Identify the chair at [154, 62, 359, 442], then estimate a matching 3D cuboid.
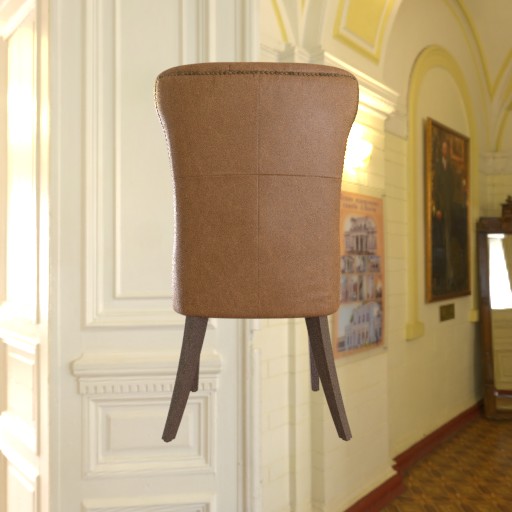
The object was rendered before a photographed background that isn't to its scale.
[{"bbox_3d":[0.000,0.000,1.488,0.611,1.065,0.669,0,-1,-1],"label":"chair"}]
